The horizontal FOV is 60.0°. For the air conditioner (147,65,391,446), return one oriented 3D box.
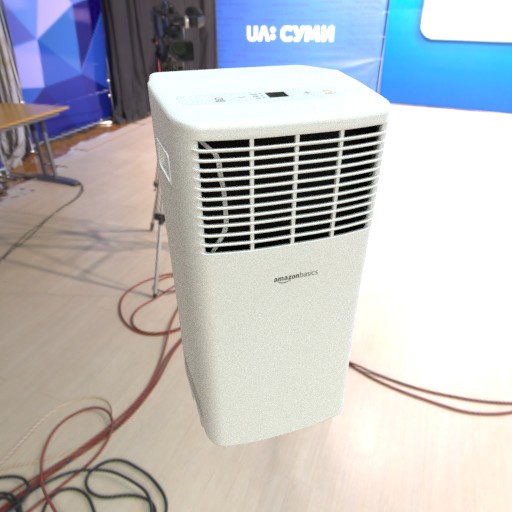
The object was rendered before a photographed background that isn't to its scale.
[{"bbox_3d":[0.000,0.000,0.804,0.304,0.606,0.349,-10,33,-15],"label":"air conditioner"}]
